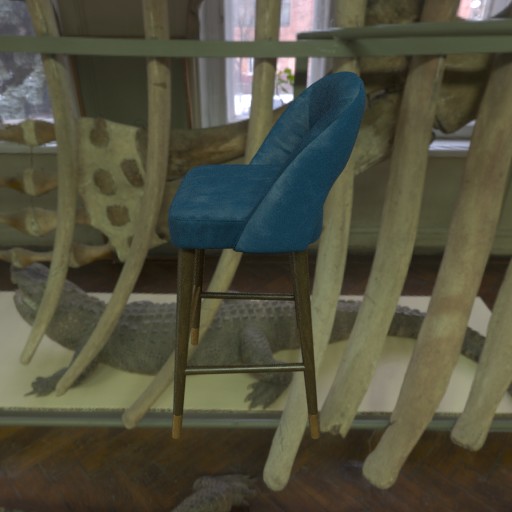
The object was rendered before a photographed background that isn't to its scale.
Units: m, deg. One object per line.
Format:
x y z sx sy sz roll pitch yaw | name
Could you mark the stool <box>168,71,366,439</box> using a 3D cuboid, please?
0.000 0.000 1.323 0.515 1.016 0.514 0 28 0 | stool
